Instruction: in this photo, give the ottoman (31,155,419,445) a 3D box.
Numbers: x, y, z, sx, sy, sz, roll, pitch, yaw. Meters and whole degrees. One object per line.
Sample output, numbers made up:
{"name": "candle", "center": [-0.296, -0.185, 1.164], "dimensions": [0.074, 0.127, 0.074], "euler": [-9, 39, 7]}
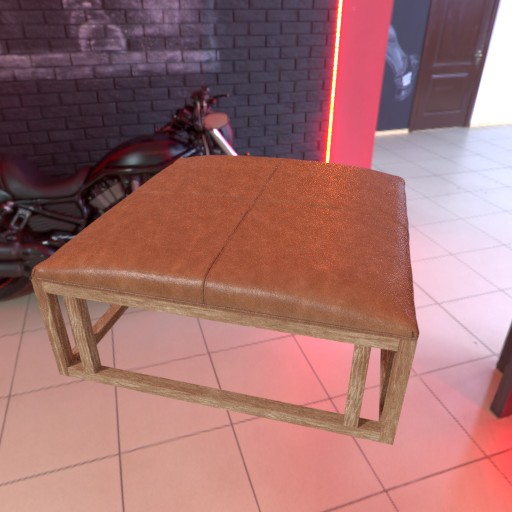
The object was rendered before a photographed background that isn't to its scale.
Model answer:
{"name": "ottoman", "center": [0.000, 0.000, 1.587], "dimensions": [1.013, 0.442, 1.016], "euler": [7, 31, 13]}
